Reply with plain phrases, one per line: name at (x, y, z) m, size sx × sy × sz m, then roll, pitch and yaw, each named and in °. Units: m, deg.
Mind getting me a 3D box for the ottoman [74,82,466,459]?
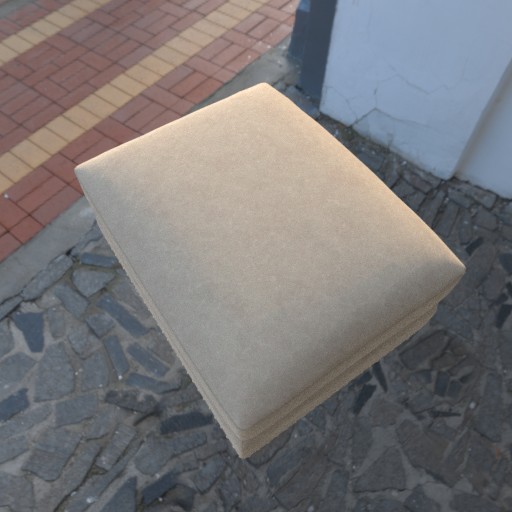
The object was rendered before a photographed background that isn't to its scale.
ottoman at (0.000, 0.000, 1.134) m, size 0.584 × 0.513 × 0.741 m, roll -30°, pitch 63°, yaw -17°
